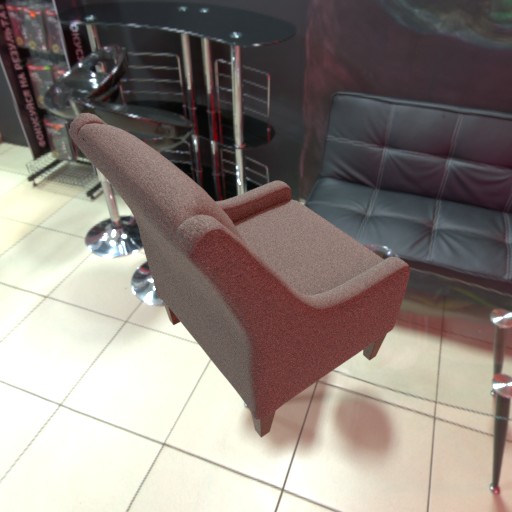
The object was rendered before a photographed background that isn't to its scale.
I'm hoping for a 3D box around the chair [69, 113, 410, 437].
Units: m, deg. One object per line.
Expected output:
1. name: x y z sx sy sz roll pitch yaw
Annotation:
1. chair: 0.000 0.000 1.603 0.870 1.016 0.774 -25 46 -27
